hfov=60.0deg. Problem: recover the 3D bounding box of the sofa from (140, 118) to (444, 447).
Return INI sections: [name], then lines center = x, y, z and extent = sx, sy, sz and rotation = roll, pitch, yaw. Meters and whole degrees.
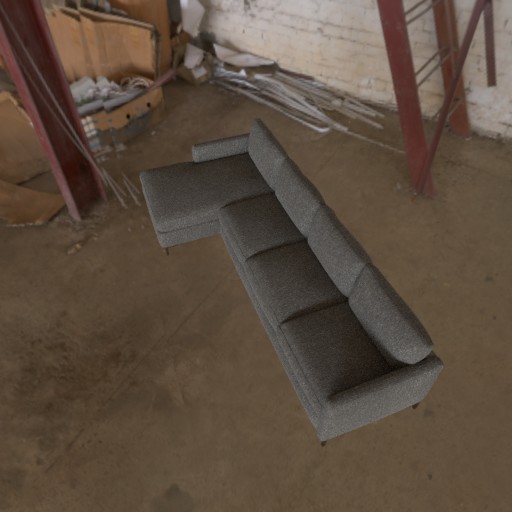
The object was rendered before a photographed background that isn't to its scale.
[sofa]
center = 0.000, 0.000, 3.575
extent = 1.350, 0.810, 2.932
rotation = -16, 49, -15
